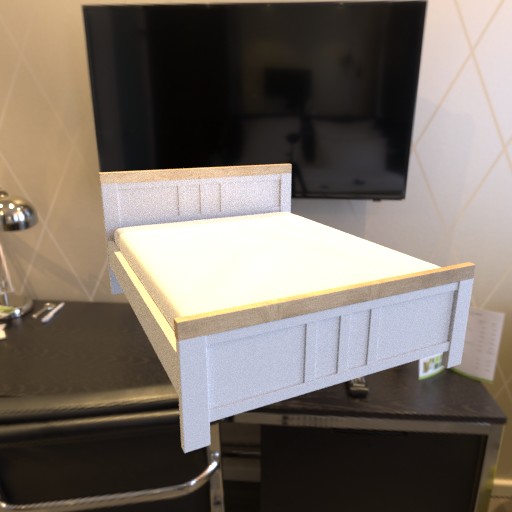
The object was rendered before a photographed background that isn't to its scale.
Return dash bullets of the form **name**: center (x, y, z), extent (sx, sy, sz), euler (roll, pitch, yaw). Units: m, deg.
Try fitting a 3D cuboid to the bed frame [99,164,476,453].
- **bed frame**: center (0.000, 0.000, 2.980), extent (1.670, 0.980, 2.050), euler (-8, 19, -25)
